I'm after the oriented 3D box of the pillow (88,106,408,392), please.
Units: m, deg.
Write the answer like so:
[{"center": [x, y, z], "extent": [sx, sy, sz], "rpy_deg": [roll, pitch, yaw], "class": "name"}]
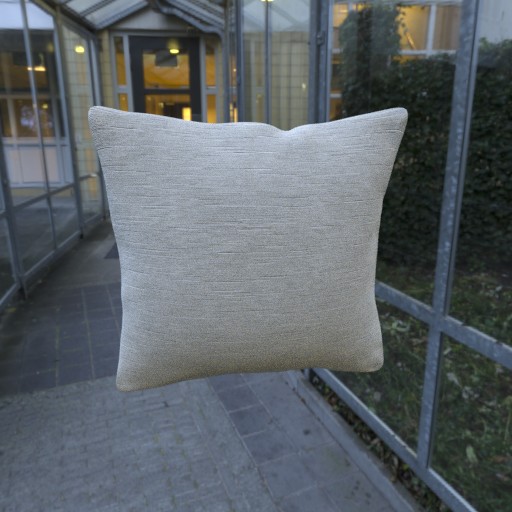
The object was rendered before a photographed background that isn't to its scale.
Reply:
[{"center": [0.000, 0.000, 0.657], "extent": [0.437, 0.420, 0.162], "rpy_deg": [-2, 16, -8], "class": "pillow"}]
